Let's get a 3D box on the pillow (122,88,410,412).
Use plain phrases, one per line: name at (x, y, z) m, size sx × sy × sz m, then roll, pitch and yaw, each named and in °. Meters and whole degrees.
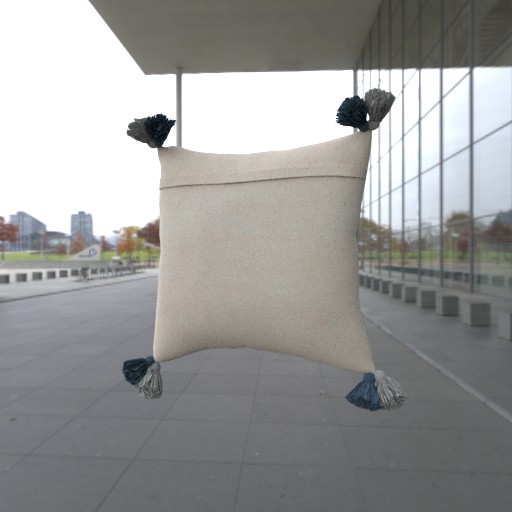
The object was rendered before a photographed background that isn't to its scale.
pillow at (0.000, 0.000, 0.923) m, size 0.614 × 0.634 × 0.138 m, roll 0°, pitch 0°, yaw 18°
